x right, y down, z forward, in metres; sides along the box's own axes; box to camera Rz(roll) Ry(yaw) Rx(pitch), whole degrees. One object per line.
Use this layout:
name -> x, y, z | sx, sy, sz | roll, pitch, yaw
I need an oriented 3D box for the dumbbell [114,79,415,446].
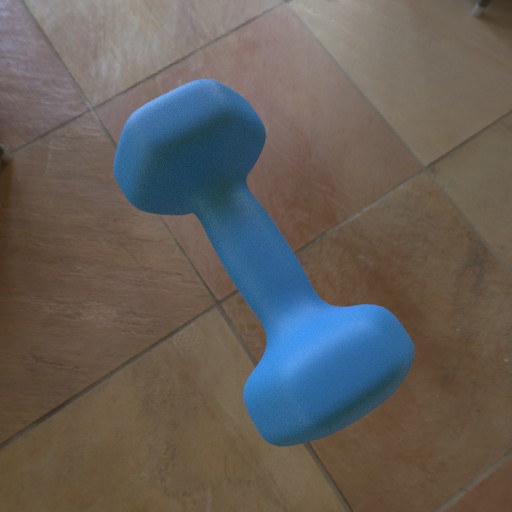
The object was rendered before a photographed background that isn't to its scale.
dumbbell -> 0.000, 0.000, 0.192 | 0.074, 0.066, 0.152 | -30, 77, -7
